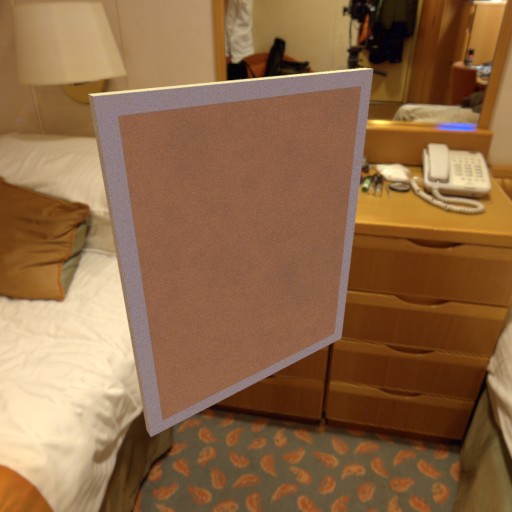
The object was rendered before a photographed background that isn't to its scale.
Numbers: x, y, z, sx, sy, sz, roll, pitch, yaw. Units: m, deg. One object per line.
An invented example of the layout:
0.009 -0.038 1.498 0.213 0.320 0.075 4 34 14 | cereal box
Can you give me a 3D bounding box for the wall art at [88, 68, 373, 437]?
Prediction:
0.000 0.000 1.087 0.661 0.811 0.026 -19 34 -30 | wall art
